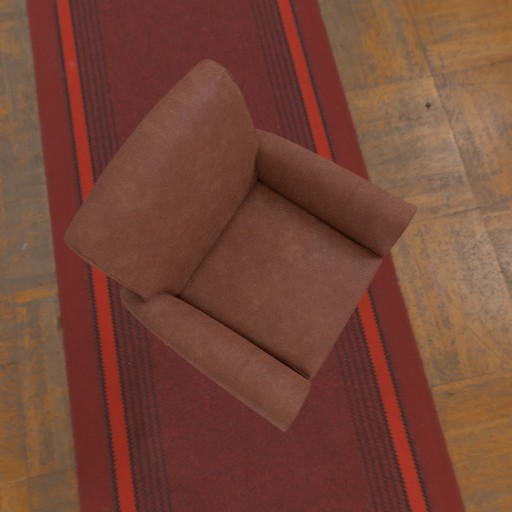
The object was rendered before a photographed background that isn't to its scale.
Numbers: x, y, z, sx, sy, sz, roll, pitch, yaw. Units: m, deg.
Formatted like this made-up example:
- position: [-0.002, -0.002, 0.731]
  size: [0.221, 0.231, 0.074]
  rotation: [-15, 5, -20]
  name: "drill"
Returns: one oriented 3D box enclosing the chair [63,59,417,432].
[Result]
- position: [0.000, 0.000, 1.754]
  size: [0.902, 1.061, 0.978]
  rotation: [32, 78, 8]
  name: "chair"
